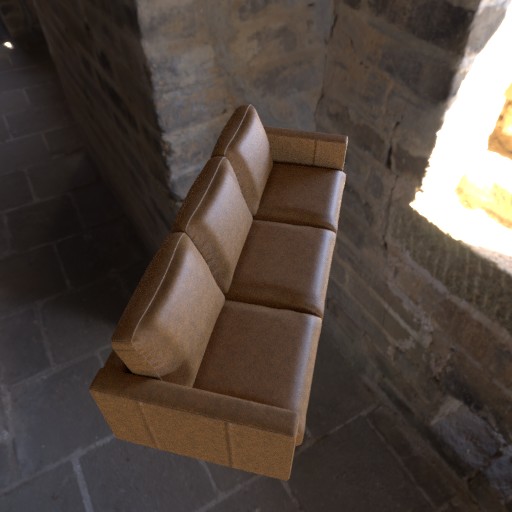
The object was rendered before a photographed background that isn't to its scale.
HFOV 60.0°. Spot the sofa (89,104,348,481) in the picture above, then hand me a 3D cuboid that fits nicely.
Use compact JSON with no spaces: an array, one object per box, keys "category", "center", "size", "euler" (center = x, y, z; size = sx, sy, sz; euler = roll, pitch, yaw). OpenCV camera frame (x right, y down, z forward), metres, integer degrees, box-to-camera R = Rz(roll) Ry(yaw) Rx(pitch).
[{"category":"sofa","center":[0.000,0.000,2.671],"size":[0.903,0.930,2.231],"euler":[10,47,9]}]
